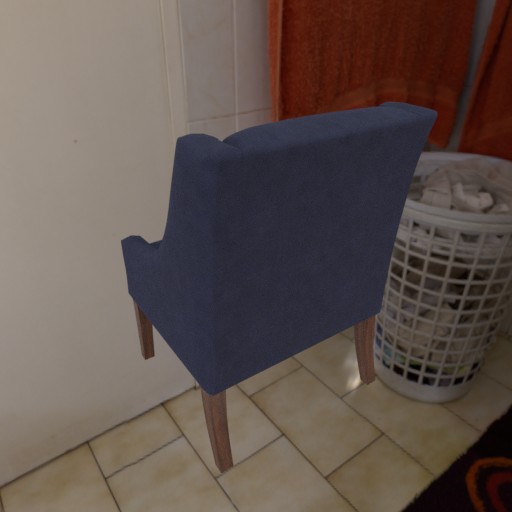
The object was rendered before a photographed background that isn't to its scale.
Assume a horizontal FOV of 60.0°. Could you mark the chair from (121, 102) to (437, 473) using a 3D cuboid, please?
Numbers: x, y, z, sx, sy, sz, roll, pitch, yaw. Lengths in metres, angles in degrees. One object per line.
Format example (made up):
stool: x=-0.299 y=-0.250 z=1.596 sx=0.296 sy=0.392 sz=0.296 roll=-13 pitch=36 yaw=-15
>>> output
chair: x=0.000 y=0.000 z=1.314 sx=0.629 sy=0.895 sz=0.629 roll=-19 pitch=35 yaw=-29
